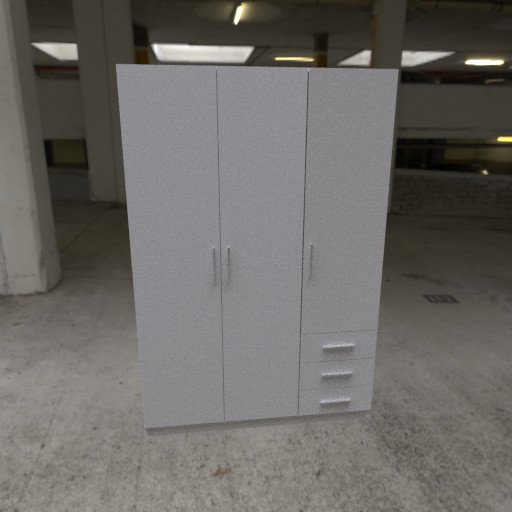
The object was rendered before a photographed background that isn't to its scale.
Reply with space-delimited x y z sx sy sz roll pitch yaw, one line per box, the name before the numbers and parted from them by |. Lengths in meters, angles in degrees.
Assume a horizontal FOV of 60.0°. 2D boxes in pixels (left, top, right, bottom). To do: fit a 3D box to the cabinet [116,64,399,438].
cabinet | 0.000 0.000 2.489 1.290 1.910 0.510 -2 16 -7
